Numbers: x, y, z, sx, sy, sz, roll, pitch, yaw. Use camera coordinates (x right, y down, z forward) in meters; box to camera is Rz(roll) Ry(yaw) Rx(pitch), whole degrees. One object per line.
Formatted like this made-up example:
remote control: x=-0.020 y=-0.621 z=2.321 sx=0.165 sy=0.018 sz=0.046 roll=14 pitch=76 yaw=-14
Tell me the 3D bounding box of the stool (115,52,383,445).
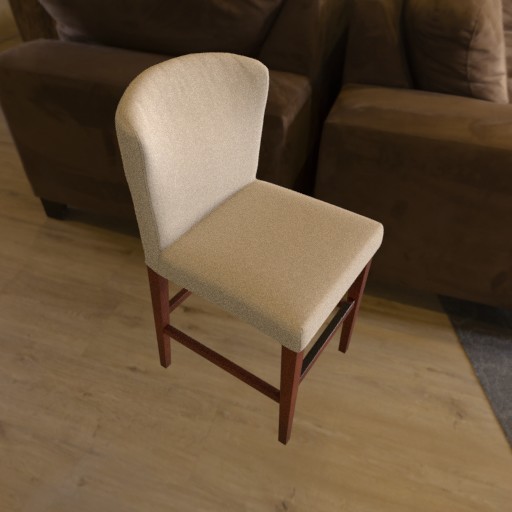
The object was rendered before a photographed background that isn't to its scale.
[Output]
stool: x=0.000 y=0.000 z=1.264 sx=0.568 sy=0.968 sz=0.479 roll=25 pitch=47 yaw=25
